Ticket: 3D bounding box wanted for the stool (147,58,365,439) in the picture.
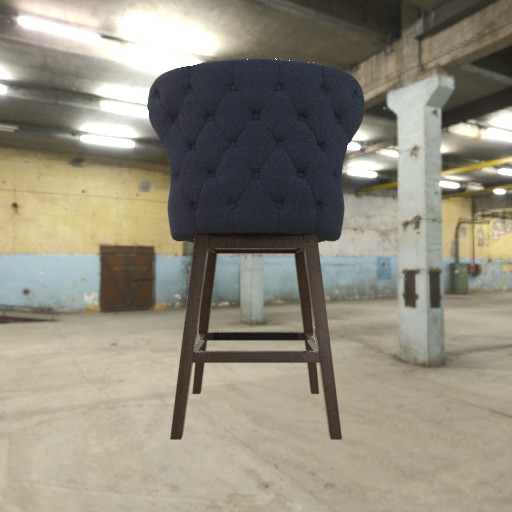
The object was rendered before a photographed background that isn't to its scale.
[{"bbox_3d":[0.000,0.000,1.366,0.615,0.972,0.597,0,-2,0],"label":"stool"}]
